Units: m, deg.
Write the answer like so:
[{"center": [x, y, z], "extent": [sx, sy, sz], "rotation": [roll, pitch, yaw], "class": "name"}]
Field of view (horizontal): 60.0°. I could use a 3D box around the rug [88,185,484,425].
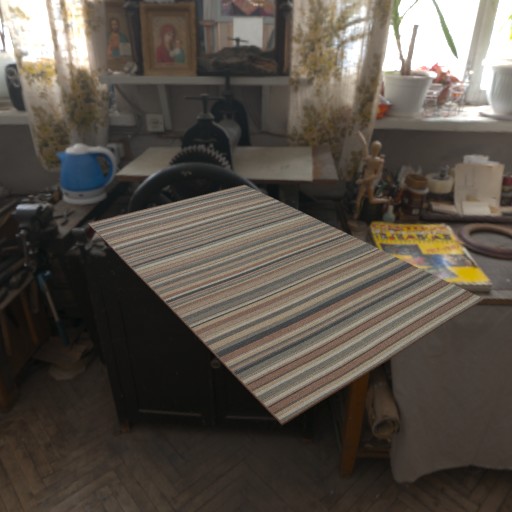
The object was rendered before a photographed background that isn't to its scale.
[{"center": [0.000, 0.000, 3.059], "extent": [1.523, 0.014, 2.438], "rotation": [-19, 34, -31], "class": "rug"}]
